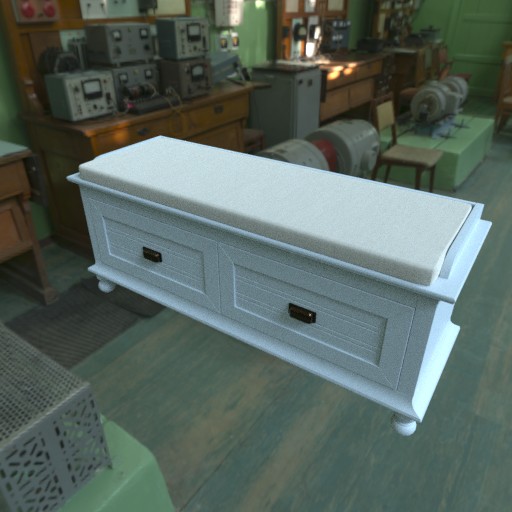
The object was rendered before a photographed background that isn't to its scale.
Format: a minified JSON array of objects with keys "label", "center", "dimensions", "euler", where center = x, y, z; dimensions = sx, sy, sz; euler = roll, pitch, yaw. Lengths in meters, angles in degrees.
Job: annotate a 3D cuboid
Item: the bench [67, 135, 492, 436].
[{"label":"bench","center":[0.000,0.000,1.372],"dimensions":[1.185,0.486,0.402],"euler":[19,36,28]}]
